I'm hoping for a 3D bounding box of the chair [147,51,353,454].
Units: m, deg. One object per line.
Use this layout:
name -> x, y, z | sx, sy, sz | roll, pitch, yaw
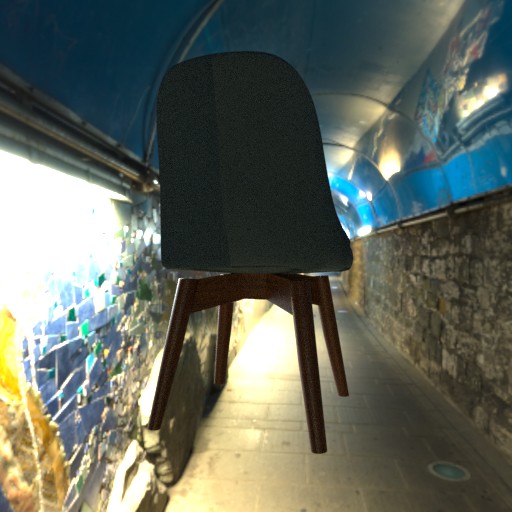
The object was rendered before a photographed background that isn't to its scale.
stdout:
chair -> 0.000, 0.000, 1.241 | 0.503, 0.882, 0.589 | 0, 0, 18
